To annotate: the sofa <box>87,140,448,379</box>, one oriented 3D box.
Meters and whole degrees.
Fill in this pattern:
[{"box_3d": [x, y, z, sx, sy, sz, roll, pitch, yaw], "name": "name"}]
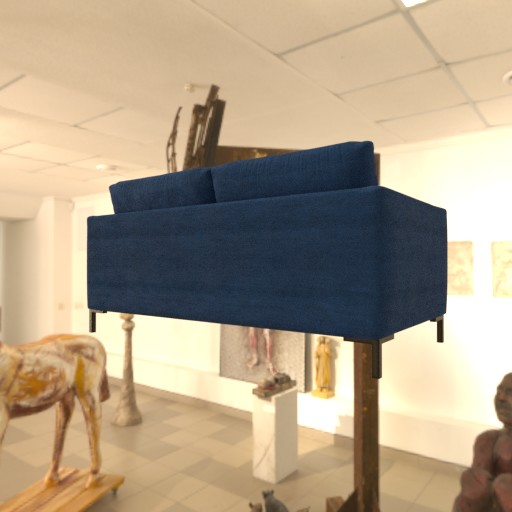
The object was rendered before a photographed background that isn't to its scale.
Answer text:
[{"box_3d": [0.000, 0.000, 2.248, 1.676, 0.817, 0.875, -1, -1, 36], "name": "sofa"}]
